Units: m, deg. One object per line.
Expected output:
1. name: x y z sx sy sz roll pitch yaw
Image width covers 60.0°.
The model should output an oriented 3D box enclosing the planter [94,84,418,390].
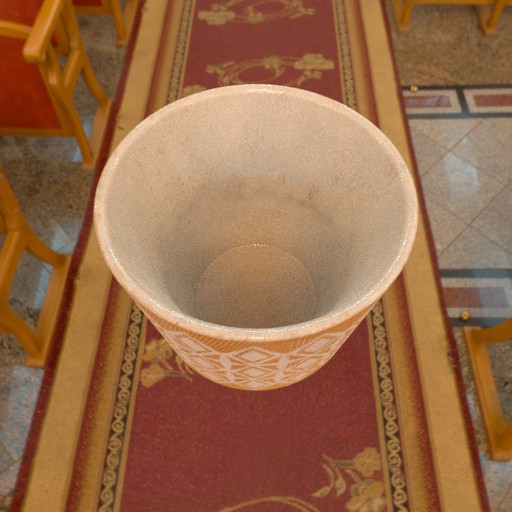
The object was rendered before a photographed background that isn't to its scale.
1. planter: 0.000 0.000 0.219 0.126 0.104 0.126 0 59 0
